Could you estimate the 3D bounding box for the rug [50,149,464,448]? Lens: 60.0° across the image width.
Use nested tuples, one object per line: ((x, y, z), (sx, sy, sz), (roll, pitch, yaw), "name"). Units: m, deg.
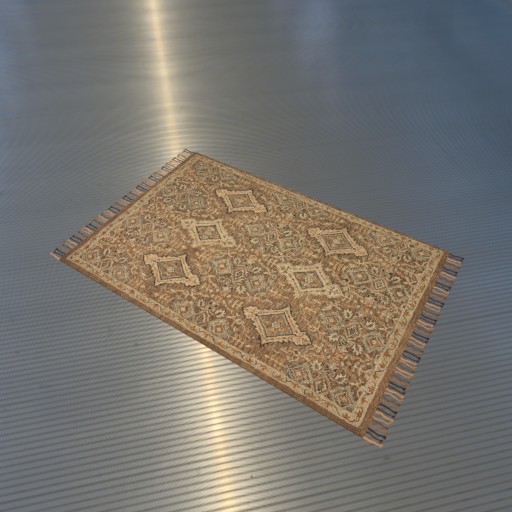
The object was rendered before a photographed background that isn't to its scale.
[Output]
((0.000, 0.000, 3.060), (2.434, 0.010, 1.516), (25, 52, 21), "rug")
